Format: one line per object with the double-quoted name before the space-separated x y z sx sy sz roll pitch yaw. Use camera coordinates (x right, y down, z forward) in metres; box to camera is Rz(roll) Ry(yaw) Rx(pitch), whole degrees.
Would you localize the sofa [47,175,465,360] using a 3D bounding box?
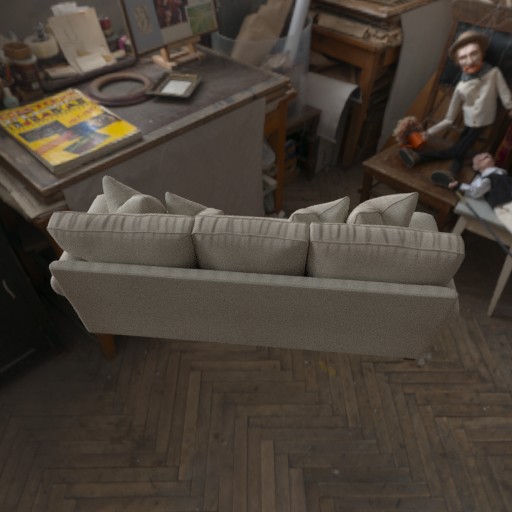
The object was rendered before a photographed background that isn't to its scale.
"sofa" 0.000 0.000 2.824 2.312 0.975 0.965 4 45 4
